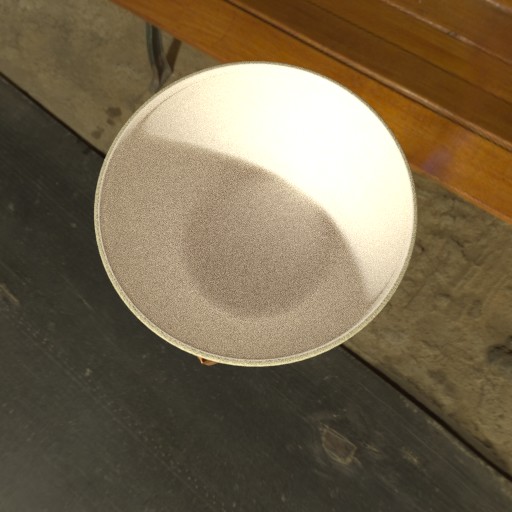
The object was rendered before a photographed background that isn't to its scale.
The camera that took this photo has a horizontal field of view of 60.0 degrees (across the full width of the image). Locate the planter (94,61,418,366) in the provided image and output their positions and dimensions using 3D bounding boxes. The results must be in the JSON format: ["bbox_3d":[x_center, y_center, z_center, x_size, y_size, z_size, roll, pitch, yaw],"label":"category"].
[{"bbox_3d":[0.000,0.000,0.723,0.350,0.504,0.350,1,76,0],"label":"planter"}]
